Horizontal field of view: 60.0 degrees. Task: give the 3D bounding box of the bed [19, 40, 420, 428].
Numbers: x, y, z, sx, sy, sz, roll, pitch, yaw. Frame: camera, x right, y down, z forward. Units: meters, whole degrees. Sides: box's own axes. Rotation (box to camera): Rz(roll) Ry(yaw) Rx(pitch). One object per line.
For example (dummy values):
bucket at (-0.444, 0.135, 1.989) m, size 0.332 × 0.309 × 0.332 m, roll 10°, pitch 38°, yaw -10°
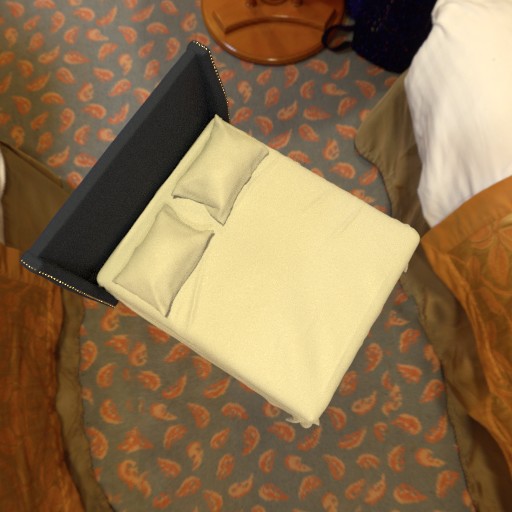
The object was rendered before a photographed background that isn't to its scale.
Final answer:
bed at (0.000, 0.000, 3.381) m, size 2.276 × 1.332 × 1.925 m, roll 32°, pitch 78°, yaw 7°
